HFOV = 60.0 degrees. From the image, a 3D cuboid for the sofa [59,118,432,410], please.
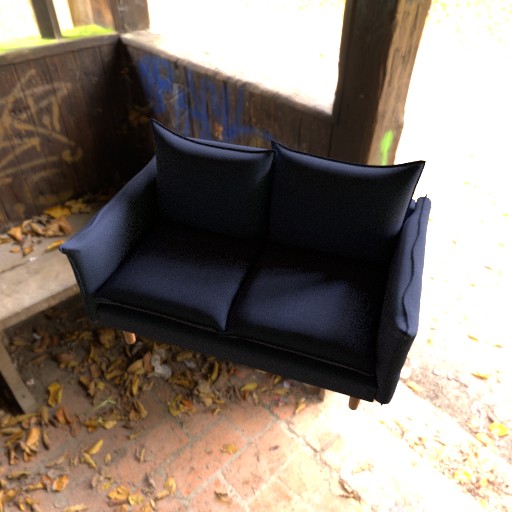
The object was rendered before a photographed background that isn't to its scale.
[{"bbox_3d":[0.000,0.000,1.852,1.300,0.840,0.820,13,42,14],"label":"sofa"}]
